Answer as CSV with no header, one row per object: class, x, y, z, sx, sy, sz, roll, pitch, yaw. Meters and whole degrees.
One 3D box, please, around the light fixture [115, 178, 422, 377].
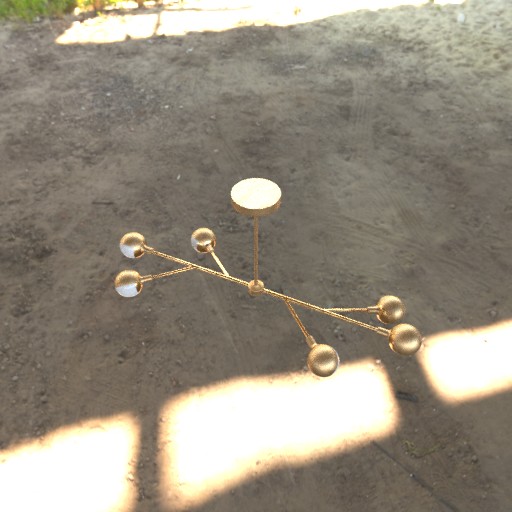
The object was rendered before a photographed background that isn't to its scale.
light fixture,0.000,0.000,1.021,0.778,0.362,0.434,31,53,27
